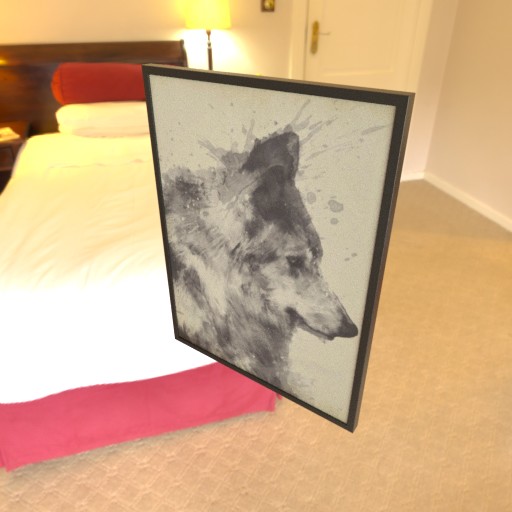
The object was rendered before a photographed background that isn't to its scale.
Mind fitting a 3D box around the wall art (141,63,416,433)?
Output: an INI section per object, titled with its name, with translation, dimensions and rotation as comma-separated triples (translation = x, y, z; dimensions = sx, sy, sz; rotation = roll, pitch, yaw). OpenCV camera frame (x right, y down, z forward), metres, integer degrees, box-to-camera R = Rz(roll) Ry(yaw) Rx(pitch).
[wall art]
translation = 0.000, 0.000, 1.398
dimensions = 0.804, 1.061, 0.039
rotation = 20, 36, 30
